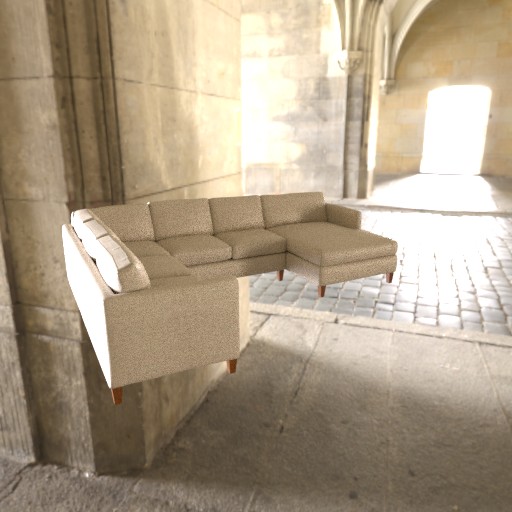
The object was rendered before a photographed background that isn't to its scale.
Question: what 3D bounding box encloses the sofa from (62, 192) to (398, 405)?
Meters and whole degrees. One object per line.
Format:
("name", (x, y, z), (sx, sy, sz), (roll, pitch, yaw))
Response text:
("sofa", (0.000, 0.000, 4.574), (3.460, 0.961, 2.594), (-8, 18, -27))
